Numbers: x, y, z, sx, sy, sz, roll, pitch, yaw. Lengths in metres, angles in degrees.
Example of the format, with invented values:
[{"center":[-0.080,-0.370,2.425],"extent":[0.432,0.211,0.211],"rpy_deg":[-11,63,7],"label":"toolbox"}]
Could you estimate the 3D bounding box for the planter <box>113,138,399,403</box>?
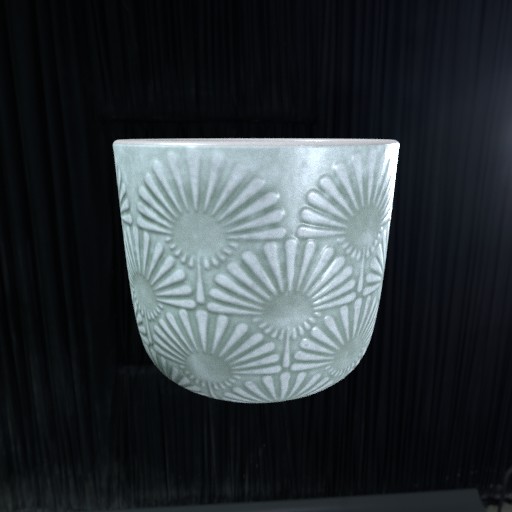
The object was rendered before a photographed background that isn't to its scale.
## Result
[{"center":[0.000,0.000,0.215],"extent":[0.124,0.109,0.124],"rpy_deg":[0,15,0],"label":"planter"}]
